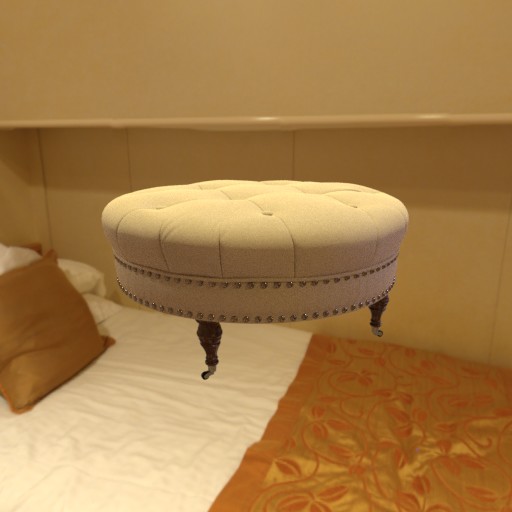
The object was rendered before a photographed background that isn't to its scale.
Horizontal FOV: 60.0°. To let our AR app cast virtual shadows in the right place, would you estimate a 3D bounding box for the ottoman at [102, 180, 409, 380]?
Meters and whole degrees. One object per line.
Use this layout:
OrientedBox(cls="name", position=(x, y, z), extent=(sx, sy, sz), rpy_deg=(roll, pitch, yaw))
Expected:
OrientedBox(cls="ottoman", position=(0.000, 0.000, 1.402), extent=(0.901, 0.439, 0.901), rpy_deg=(0, 15, 0))
